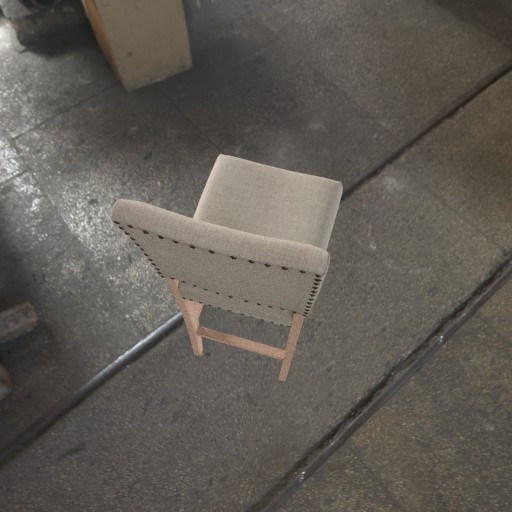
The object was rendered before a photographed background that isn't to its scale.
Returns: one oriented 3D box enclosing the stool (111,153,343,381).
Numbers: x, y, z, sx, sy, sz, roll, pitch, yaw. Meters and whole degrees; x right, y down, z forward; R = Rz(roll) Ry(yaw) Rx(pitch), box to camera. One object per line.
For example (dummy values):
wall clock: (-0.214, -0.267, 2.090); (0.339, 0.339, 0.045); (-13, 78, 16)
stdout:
stool: (0.000, 0.000, 1.473); (0.445, 1.173, 0.585); (15, 64, 7)
